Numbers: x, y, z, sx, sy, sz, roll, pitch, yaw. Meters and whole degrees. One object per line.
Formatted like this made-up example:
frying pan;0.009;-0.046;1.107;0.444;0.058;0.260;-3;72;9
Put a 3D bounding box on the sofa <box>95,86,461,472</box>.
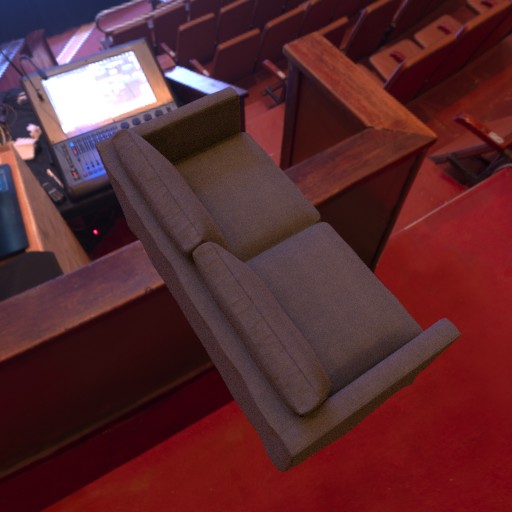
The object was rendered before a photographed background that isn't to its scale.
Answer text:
sofa;0.000;0.000;2.468;0.953;0.855;1.982;-29;64;-16
